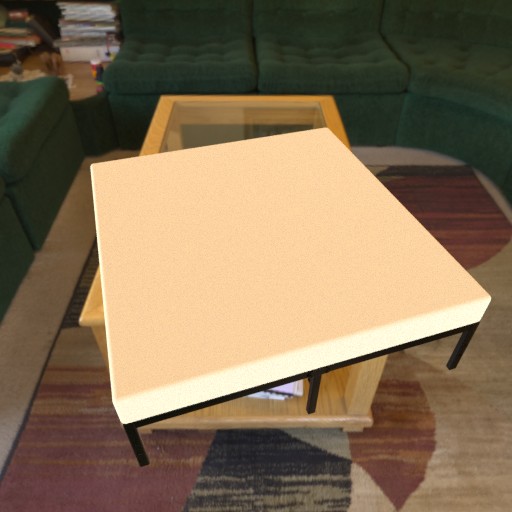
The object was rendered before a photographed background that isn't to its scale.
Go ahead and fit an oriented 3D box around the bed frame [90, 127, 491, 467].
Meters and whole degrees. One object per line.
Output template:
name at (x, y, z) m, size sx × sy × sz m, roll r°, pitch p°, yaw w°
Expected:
bed frame at (0.000, 0.000, 3.046) m, size 1.963 × 0.659 × 2.079 m, roll -12°, pitch 44°, yaw -13°
